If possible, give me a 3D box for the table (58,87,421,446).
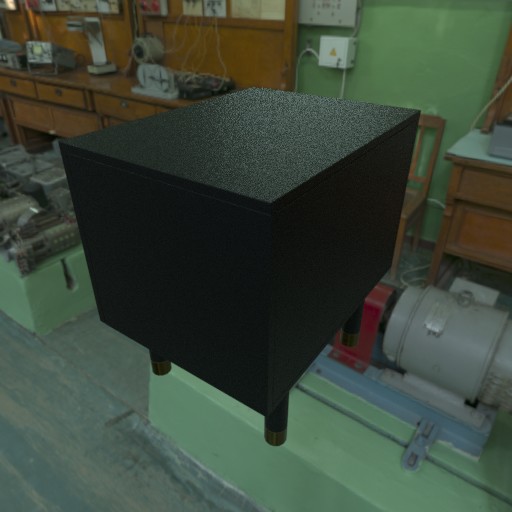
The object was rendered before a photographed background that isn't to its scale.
[{"bbox_3d":[0.000,0.000,0.984,0.441,0.584,0.564,20,37,30],"label":"table"}]
